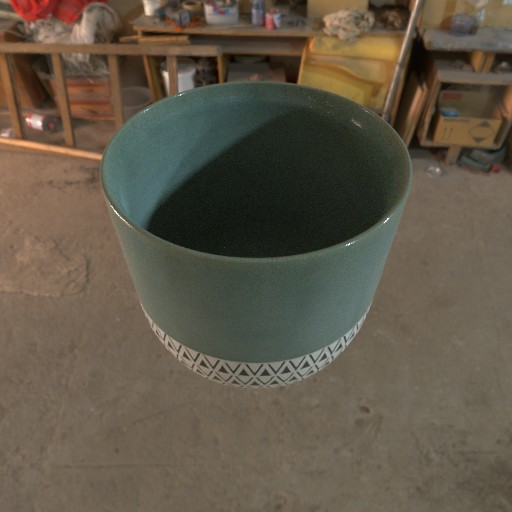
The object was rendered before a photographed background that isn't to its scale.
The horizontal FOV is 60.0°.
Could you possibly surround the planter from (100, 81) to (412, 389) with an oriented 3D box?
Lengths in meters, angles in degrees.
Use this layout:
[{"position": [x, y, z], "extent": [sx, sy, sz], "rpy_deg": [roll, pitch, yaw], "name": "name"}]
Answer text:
[{"position": [0.000, 0.000, 0.484], "extent": [0.266, 0.270, 0.266], "rpy_deg": [0, 47, 0], "name": "planter"}]
